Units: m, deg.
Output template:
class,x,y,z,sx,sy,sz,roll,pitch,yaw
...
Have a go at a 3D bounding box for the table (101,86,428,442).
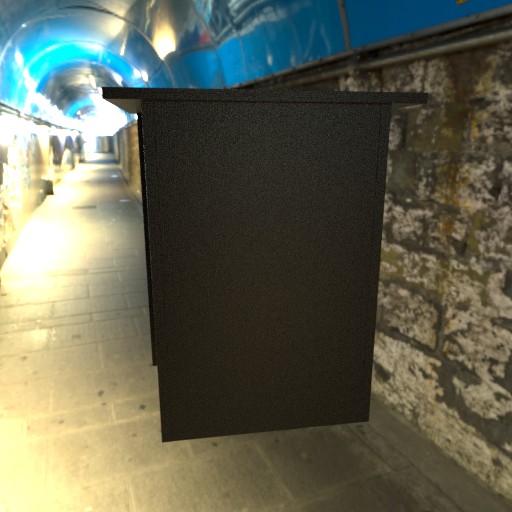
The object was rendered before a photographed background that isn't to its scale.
class,x,y,z,sx,sy,sz,roll,pitch,yaw
table,0.000,0.000,1.069,0.589,0.711,0.408,-2,15,-9
